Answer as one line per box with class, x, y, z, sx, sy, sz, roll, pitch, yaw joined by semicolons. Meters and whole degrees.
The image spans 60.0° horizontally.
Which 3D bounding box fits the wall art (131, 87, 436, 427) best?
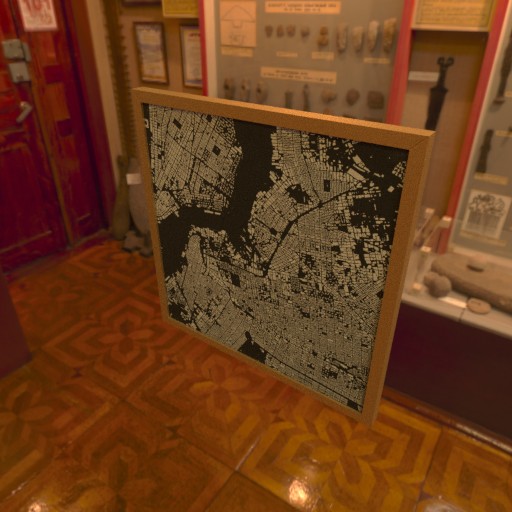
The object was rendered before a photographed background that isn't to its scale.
wall art;0.000;0.000;2.946;1.926;1.926;0.099;20;36;30
